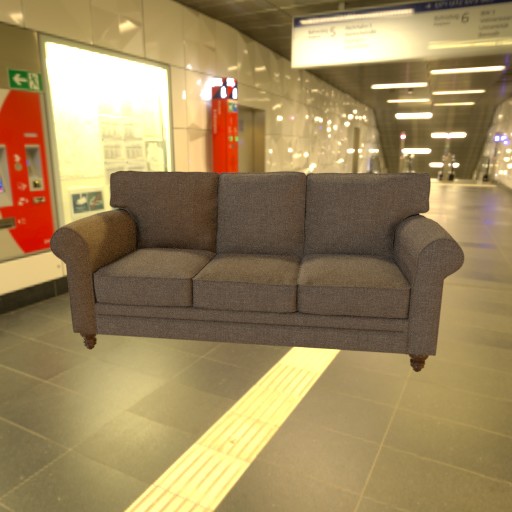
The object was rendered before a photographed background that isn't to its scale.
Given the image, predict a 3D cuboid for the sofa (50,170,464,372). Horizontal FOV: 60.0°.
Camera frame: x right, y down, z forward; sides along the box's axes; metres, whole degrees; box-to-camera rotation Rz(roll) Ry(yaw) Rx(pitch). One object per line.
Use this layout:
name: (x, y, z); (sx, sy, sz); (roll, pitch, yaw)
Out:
sofa: (0.000, 0.000, 2.619); (2.084, 0.961, 0.916); (2, 14, 8)
